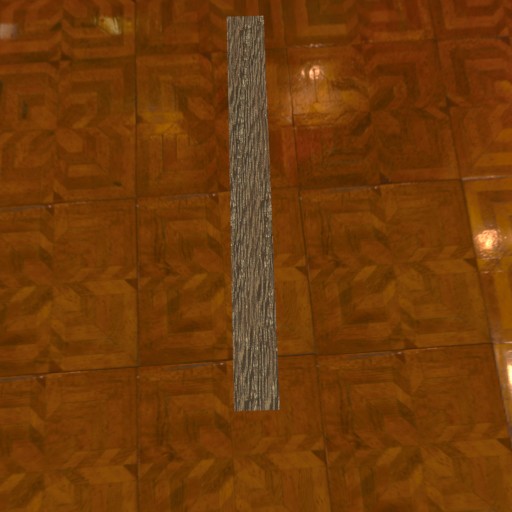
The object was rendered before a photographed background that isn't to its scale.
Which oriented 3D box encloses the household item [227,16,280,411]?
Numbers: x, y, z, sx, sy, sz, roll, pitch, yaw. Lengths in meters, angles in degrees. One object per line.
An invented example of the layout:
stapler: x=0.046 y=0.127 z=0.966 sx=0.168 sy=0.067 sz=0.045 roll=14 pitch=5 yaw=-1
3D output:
household item: x=0.000 y=0.000 z=0.273 sx=0.020 sy=0.210 sz=0.160 roll=-2 pitch=76 yaw=0
